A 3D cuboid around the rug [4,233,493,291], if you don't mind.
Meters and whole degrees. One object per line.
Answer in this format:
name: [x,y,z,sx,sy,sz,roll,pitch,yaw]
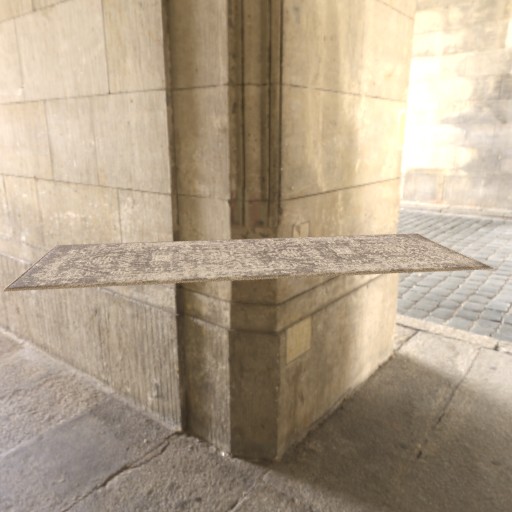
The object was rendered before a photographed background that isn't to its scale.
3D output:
rug: [0.000,0.000,2.587,2.452,0.017,0.855,-2,16,-8]
